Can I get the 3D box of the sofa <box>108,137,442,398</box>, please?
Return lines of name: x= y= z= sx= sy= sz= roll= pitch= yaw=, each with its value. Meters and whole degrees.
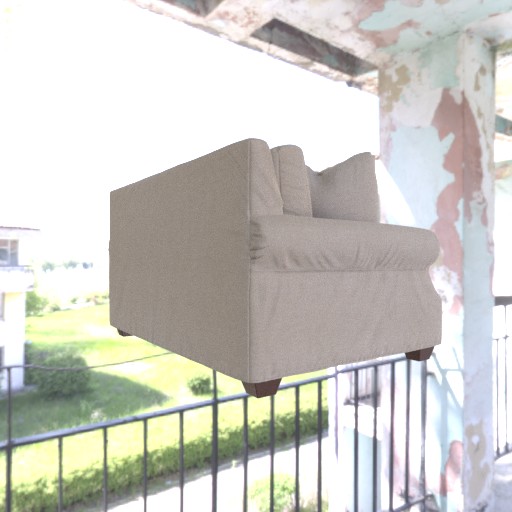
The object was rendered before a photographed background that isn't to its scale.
sofa: x=0.000 y=0.000 z=2.237 sx=1.070 sy=0.905 sz=1.550 roll=0 pitch=0 yaw=-35
